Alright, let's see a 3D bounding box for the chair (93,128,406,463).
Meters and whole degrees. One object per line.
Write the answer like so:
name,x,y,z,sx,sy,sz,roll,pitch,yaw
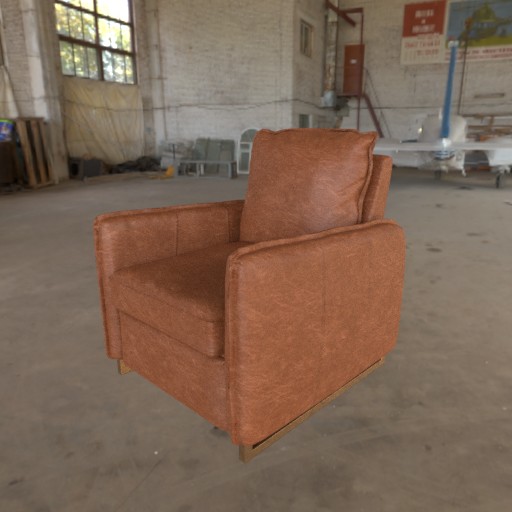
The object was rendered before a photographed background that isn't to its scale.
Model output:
chair,0.000,0.000,1.651,0.830,0.922,0.922,15,21,42
